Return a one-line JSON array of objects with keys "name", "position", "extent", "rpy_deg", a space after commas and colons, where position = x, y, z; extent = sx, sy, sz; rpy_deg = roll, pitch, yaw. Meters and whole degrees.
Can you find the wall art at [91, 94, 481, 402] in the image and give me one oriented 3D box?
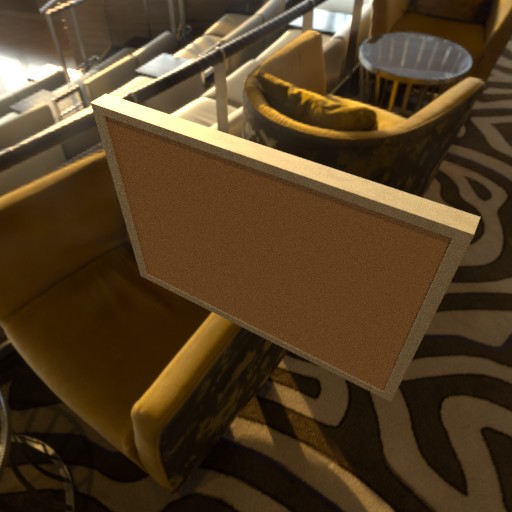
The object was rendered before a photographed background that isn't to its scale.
[{"name": "wall art", "position": [0.000, 0.000, 0.689], "extent": [0.532, 0.380, 0.032], "rpy_deg": [23, 51, 20]}]
